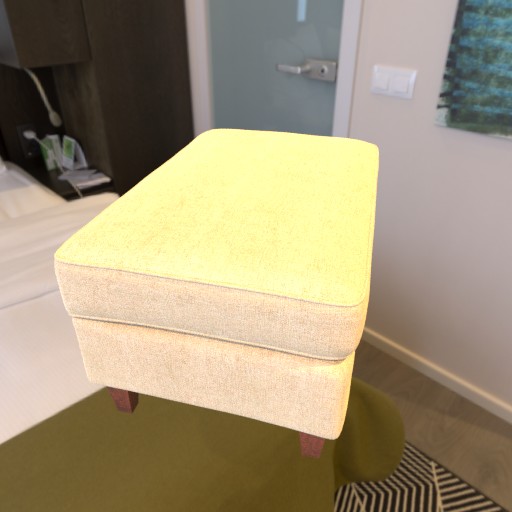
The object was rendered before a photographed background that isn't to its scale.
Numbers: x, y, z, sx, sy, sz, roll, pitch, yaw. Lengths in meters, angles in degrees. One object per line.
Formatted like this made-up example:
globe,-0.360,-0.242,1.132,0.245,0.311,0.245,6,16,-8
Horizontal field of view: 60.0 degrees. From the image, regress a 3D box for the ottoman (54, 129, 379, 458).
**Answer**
ottoman,0.000,0.000,1.196,0.583,0.484,0.862,8,32,12
